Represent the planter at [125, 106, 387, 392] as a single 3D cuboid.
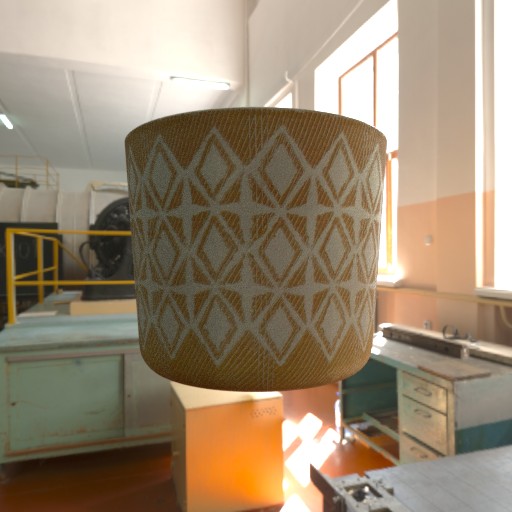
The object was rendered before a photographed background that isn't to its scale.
[{"bbox_3d":[0.000,0.000,0.339,0.193,0.165,0.193,0,0,0],"label":"planter"}]
